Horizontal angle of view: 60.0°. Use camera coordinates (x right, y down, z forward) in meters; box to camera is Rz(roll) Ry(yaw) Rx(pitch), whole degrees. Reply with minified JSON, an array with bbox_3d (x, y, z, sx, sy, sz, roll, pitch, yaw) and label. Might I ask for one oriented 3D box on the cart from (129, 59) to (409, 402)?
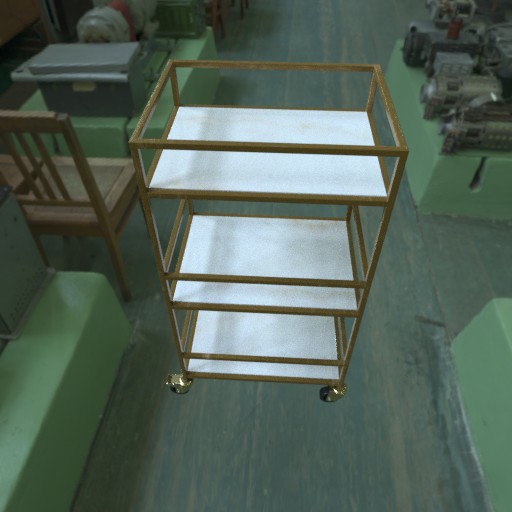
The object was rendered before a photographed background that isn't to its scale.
[{"bbox_3d":[0.000,0.000,1.018,0.483,0.761,0.332,2,45,2],"label":"cart"}]
